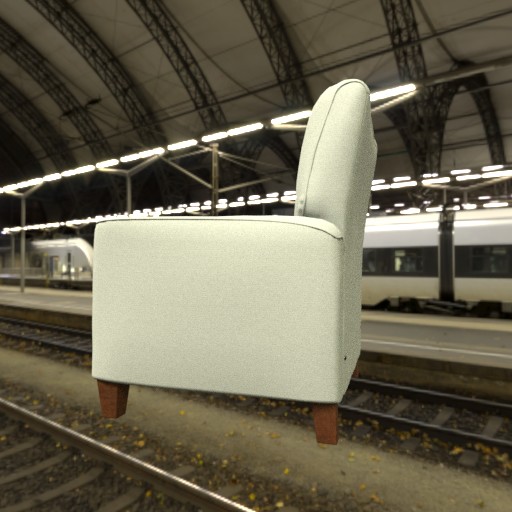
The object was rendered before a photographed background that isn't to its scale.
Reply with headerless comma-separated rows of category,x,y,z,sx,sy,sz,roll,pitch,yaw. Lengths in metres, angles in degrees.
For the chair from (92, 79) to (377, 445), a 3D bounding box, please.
chair,0.000,0.000,1.624,0.846,1.007,0.853,0,-1,17
